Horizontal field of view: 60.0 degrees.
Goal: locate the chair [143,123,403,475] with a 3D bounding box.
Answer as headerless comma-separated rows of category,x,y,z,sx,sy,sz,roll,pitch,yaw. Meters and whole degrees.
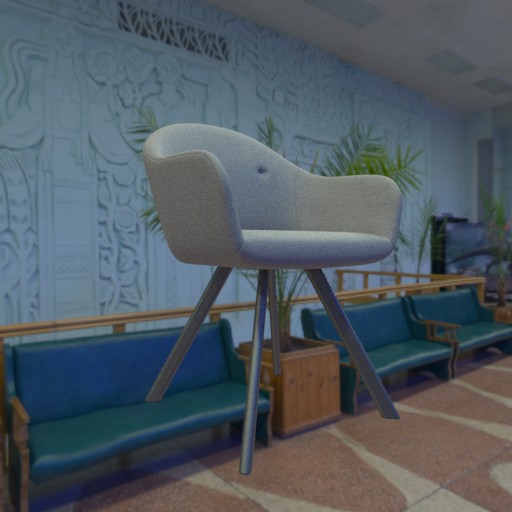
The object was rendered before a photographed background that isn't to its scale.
chair,0.000,0.000,1.160,0.540,0.780,0.570,-1,2,-35
